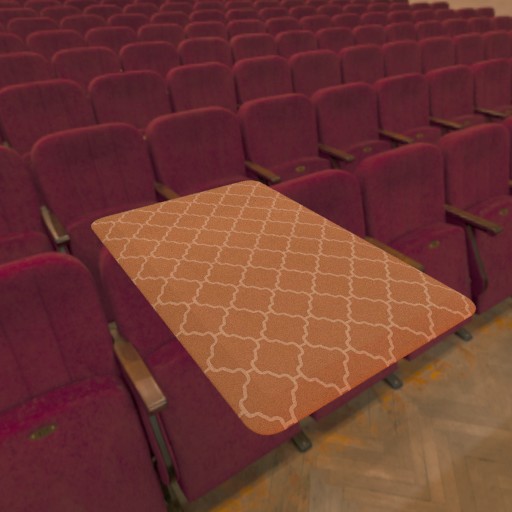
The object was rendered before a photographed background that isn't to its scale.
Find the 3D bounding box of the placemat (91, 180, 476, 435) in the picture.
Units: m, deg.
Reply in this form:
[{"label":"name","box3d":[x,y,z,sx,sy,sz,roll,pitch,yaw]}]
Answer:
[{"label":"placemat","box3d":[0.000,0.000,0.966,0.508,0.021,0.762,-20,37,-29]}]
